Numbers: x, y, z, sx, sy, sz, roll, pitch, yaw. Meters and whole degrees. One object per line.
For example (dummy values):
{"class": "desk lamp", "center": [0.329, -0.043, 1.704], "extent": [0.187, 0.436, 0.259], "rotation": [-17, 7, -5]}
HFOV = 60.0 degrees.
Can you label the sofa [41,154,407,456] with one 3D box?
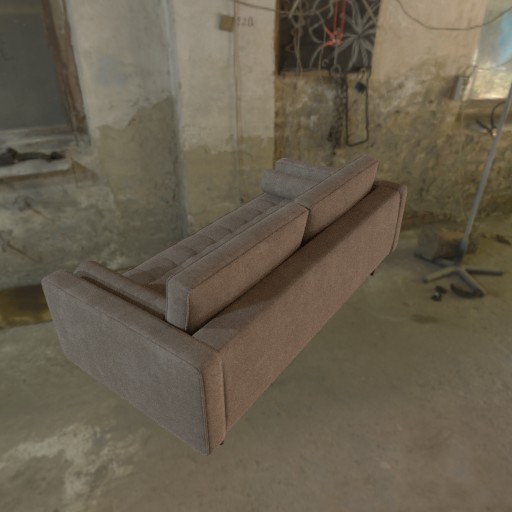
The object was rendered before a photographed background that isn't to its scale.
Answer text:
{"class": "sofa", "center": [0.000, 0.000, 2.330], "extent": [0.920, 0.769, 1.883], "rotation": [21, 37, 30]}
